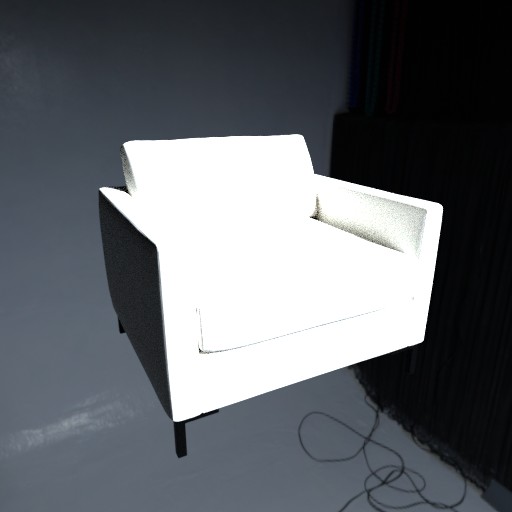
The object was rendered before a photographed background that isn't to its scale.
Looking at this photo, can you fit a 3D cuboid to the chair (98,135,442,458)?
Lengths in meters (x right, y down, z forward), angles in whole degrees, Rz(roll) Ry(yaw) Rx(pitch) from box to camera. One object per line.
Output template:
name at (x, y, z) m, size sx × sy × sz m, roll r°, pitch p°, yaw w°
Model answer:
chair at (0.000, 0.000, 1.625) m, size 0.964 × 0.806 × 0.875 m, roll -10°, pitch 22°, yaw -26°
